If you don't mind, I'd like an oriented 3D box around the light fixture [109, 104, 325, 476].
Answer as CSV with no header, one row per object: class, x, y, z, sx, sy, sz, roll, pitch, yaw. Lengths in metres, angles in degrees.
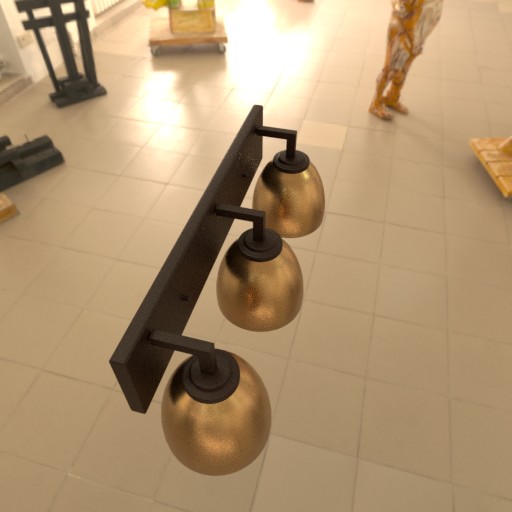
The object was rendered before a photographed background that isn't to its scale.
light fixture,0.000,0.000,0.677,0.157,0.204,0.582,11,47,10
